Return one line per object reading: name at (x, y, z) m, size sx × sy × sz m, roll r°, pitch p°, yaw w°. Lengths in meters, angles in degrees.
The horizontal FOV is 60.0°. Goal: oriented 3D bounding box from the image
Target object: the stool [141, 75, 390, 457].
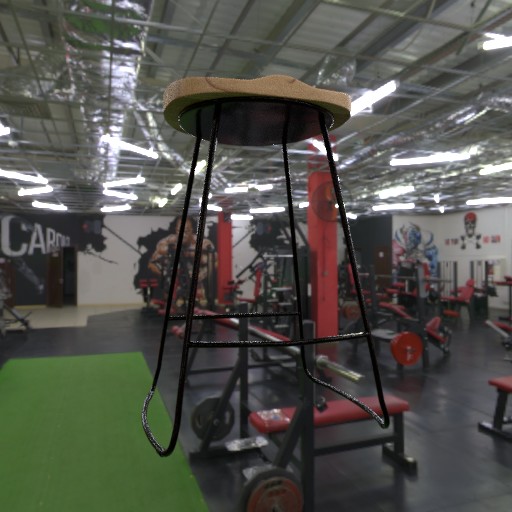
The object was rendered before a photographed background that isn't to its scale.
stool at (0.000, 0.000, 0.962) m, size 0.480 × 0.679 × 0.401 m, roll 0°, pitch 0°, yaw -17°
